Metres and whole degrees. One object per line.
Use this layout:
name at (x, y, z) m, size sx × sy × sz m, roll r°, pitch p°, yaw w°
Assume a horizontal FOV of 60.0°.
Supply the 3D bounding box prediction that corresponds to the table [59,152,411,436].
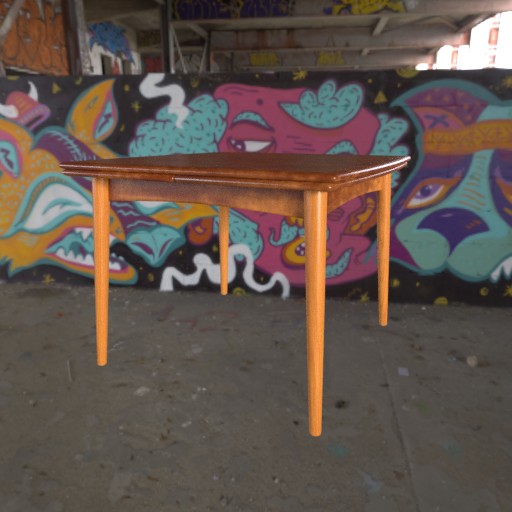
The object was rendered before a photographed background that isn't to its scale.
table at (0.000, 0.000, 1.754) m, size 0.991 × 0.754 × 0.991 m, roll 8°, pitch 17°, yaw 27°
